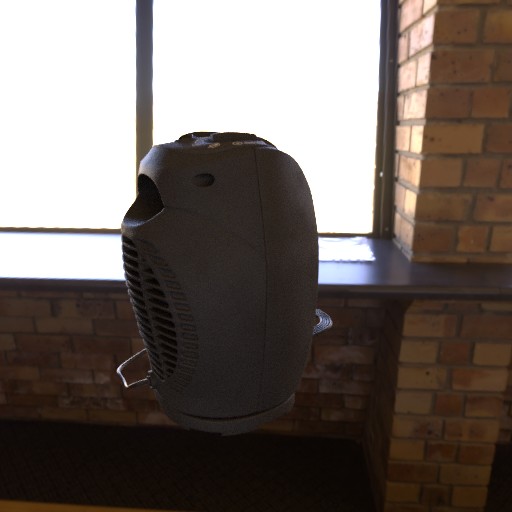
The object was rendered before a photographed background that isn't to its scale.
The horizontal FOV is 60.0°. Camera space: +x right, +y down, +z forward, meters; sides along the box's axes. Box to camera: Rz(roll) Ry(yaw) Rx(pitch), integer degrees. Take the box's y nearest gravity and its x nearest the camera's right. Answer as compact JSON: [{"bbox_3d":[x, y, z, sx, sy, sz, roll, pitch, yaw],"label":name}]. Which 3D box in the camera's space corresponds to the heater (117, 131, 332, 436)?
[{"bbox_3d":[0.000,0.000,0.468,0.291,0.255,0.239,-8,18,-26],"label":"heater"}]
